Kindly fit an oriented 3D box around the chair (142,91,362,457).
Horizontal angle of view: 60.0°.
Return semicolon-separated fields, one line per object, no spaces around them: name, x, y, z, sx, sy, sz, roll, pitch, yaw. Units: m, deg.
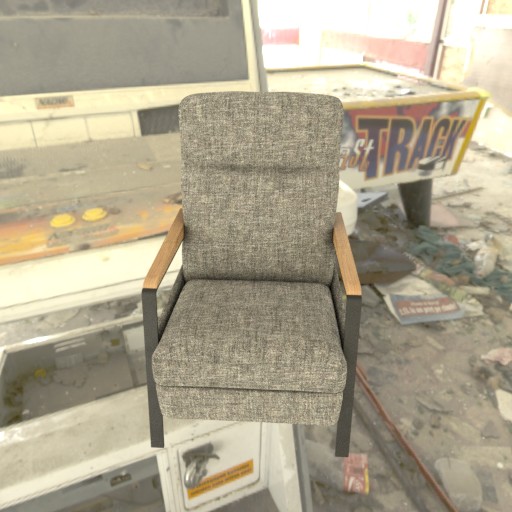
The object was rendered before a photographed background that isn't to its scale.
chair;0.000;0.000;1.621;0.671;1.042;0.868;2;30;3
